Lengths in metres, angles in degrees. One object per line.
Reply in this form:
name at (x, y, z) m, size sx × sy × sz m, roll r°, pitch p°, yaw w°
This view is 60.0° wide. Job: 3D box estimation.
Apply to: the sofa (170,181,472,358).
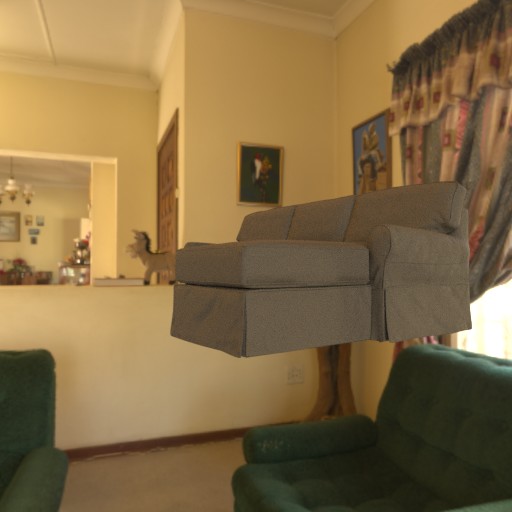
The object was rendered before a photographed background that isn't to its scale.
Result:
sofa at (0.000, 0.000, 3.337) m, size 1.733 × 0.978 × 2.475 m, roll 1°, pitch -1°, yaw -35°
